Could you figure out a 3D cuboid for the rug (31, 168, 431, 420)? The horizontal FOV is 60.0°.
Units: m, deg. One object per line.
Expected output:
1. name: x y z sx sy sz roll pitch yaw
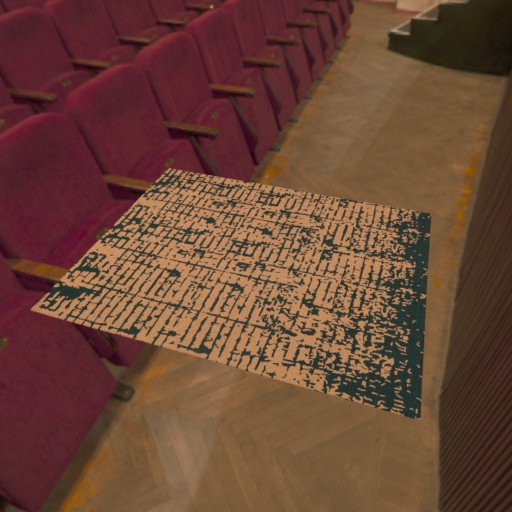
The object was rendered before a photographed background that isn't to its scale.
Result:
1. rug: 0.000 0.000 4.068 3.017 0.014 2.416 12 42 14
